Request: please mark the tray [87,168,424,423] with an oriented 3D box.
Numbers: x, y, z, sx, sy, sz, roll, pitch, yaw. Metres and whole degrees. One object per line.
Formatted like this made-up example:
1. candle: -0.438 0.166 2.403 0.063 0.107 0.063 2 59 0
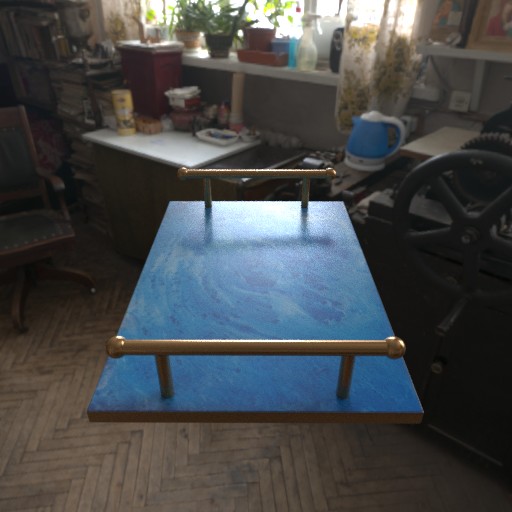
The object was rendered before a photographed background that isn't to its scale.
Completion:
1. tray: 0.000 0.000 0.571 0.304 0.084 0.444 0 32 0
